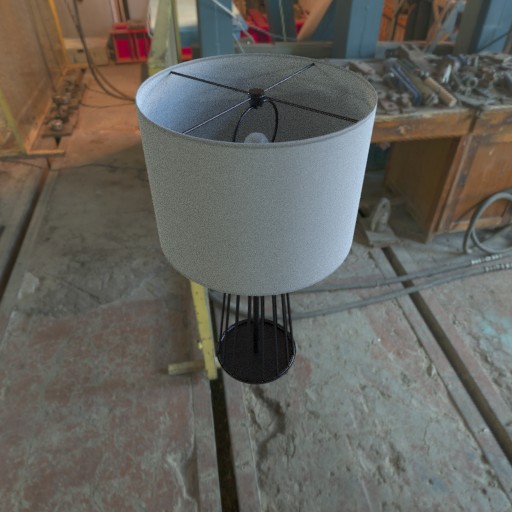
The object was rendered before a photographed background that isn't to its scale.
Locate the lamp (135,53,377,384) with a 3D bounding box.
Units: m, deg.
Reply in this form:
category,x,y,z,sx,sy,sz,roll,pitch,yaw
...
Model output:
category,x,y,z,sx,sy,sz,roll,pitch,yaw
lamp,0.000,0.000,0.792,0.322,0.593,0.322,25,46,26
